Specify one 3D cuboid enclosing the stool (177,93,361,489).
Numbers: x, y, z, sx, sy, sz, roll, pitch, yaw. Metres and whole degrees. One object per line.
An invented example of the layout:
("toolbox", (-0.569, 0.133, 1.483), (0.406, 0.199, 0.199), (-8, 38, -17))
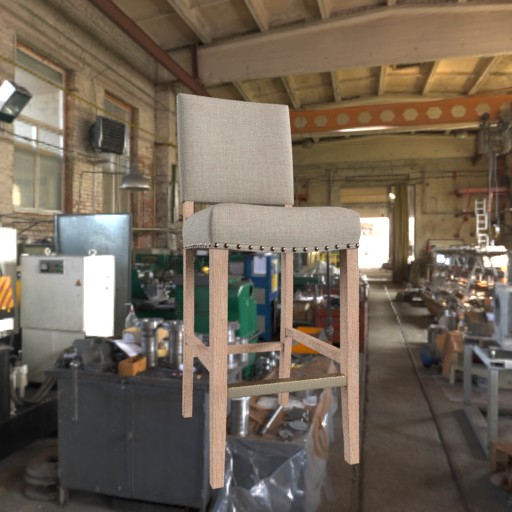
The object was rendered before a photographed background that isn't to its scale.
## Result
("stool", (0.000, 0.000, 1.448), (0.445, 1.173, 0.585), (0, 1, -19))
